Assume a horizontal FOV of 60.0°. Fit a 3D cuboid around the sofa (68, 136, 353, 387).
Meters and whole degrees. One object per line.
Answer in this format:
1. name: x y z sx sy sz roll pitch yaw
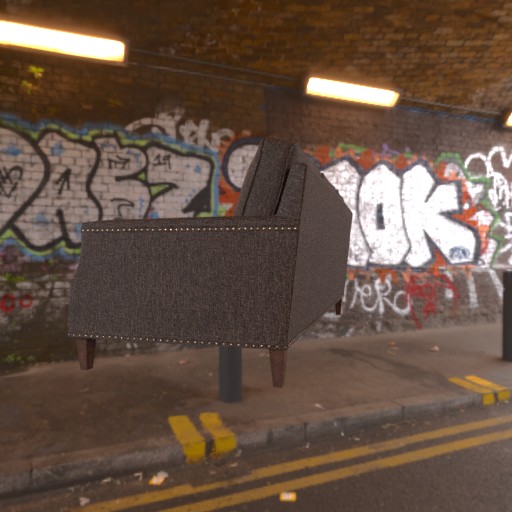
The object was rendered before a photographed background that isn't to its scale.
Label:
1. sofa: 0.000 0.000 2.855 1.084 1.003 2.246 0 0 17
